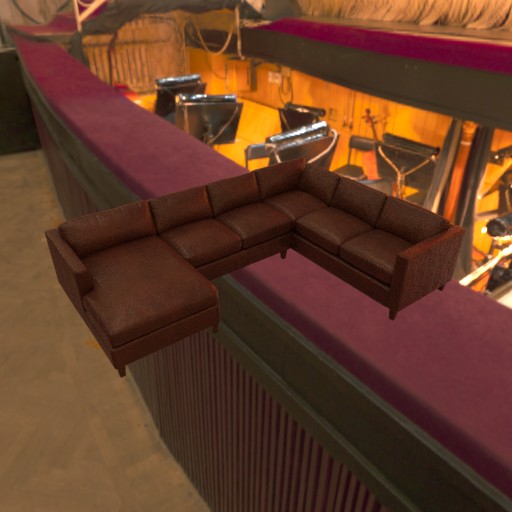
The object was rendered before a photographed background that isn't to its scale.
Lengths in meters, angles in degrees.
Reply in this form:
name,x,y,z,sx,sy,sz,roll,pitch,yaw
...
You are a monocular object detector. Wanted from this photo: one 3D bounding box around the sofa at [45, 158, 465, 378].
name,x,y,z,sx,sy,sz,roll,pitch,yaw
sofa,0.000,0.000,4.475,3.324,0.891,2.452,-21,37,-31
